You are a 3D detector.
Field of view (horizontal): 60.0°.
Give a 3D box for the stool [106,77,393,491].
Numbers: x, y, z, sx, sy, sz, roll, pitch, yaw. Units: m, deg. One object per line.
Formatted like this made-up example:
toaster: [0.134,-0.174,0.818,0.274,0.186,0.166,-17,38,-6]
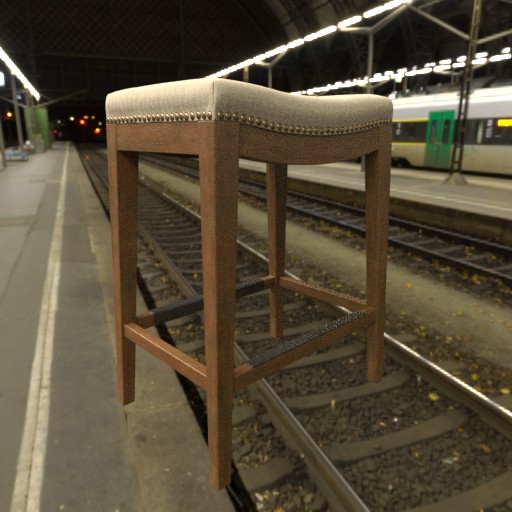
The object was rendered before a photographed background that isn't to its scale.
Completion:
stool: [0.000,0.000,0.946,0.508,0.660,0.356,-14,21,-41]
